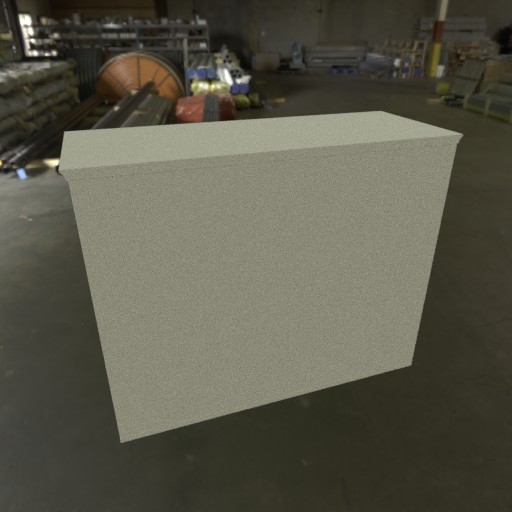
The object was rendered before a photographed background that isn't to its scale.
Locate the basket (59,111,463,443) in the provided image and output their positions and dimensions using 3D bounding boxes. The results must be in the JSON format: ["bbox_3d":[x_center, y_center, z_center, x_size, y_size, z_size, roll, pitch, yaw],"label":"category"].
[{"bbox_3d":[0.000,0.000,1.117,0.792,0.625,0.376,-9,29,-17],"label":"basket"}]
